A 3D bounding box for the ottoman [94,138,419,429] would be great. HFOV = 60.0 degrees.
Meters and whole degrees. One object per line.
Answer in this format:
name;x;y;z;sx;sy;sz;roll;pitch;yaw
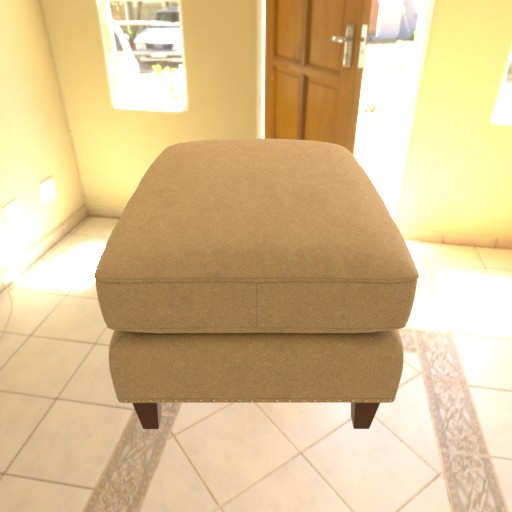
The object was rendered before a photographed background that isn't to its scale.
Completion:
ottoman;0.000;0.000;1.159;0.584;0.513;0.741;0;31;0
